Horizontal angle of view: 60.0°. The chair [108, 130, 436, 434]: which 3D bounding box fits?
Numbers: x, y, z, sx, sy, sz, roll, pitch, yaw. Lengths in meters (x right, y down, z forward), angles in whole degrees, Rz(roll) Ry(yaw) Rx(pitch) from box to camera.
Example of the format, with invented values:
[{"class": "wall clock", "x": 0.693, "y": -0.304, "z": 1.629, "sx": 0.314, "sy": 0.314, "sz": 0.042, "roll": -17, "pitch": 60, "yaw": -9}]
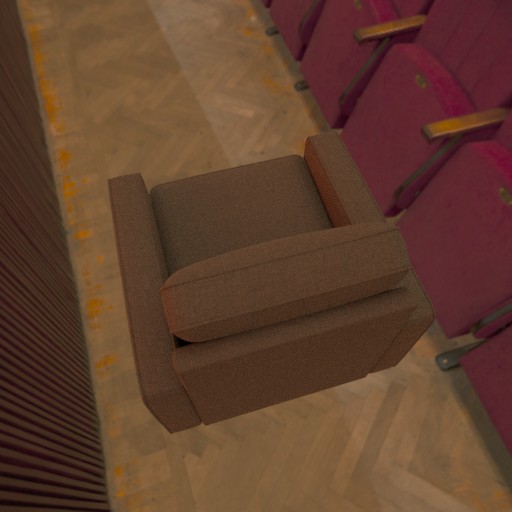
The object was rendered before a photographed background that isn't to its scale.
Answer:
[{"class": "chair", "x": 0.000, "y": 0.000, "z": 1.717, "sx": 1.017, "sy": 0.919, "sz": 0.940, "roll": -14, "pitch": 60, "yaw": -8}]
